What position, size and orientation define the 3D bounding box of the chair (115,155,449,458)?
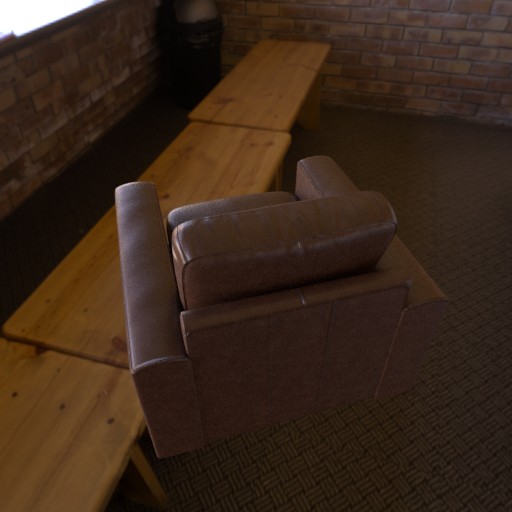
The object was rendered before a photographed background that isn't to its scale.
[{"bbox_3d":[0.000,0.000,1.746,1.005,0.873,1.016,-11,43,-12],"label":"chair"}]
